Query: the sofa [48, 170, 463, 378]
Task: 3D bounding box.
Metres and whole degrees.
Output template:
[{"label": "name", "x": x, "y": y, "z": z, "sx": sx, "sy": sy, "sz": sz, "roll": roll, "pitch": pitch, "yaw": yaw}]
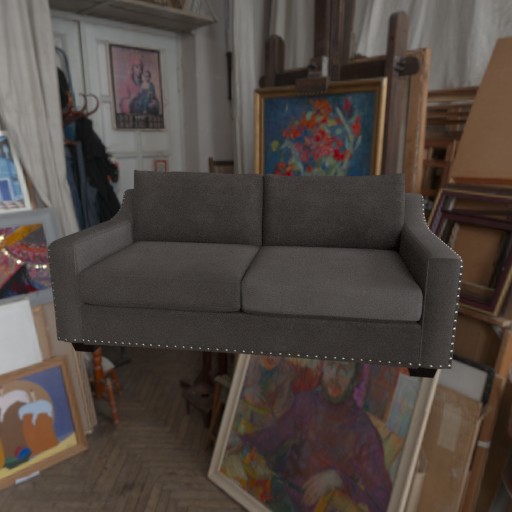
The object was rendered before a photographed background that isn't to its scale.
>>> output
[{"label": "sofa", "x": 0.000, "y": 0.000, "z": 3.292, "sx": 2.550, "sy": 1.196, "sz": 1.336, "roll": 2, "pitch": 15, "yaw": 9}]
